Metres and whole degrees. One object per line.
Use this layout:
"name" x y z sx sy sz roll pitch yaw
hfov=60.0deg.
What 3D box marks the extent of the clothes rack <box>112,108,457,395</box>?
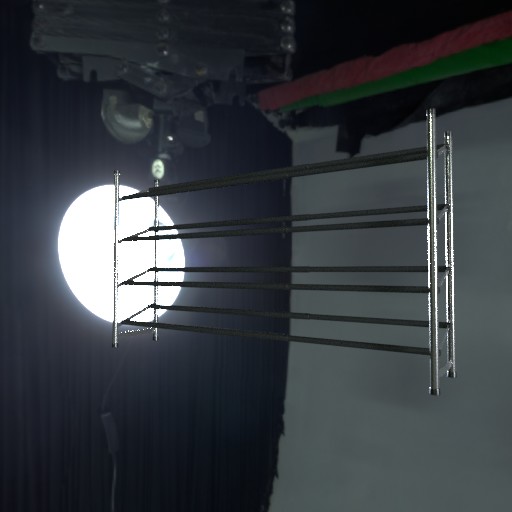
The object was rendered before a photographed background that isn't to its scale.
"clothes rack" 0.000 0.000 1.449 1.168 0.672 0.229 -1 -2 34
